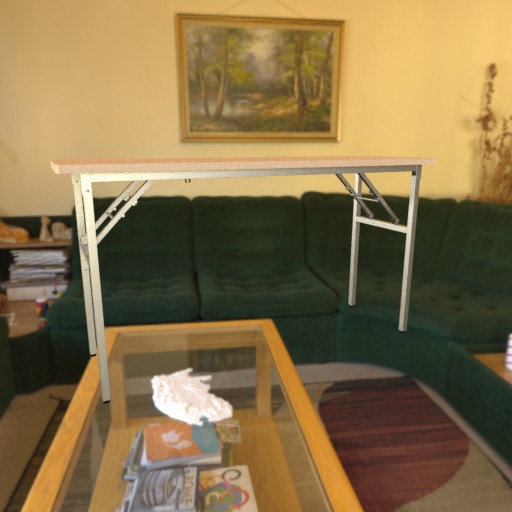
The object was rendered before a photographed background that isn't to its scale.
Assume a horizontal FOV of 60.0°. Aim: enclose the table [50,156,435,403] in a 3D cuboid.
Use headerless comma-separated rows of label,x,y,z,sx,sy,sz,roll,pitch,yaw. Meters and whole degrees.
table,0.000,0.000,1.752,1.397,0.750,0.446,-7,16,-25
